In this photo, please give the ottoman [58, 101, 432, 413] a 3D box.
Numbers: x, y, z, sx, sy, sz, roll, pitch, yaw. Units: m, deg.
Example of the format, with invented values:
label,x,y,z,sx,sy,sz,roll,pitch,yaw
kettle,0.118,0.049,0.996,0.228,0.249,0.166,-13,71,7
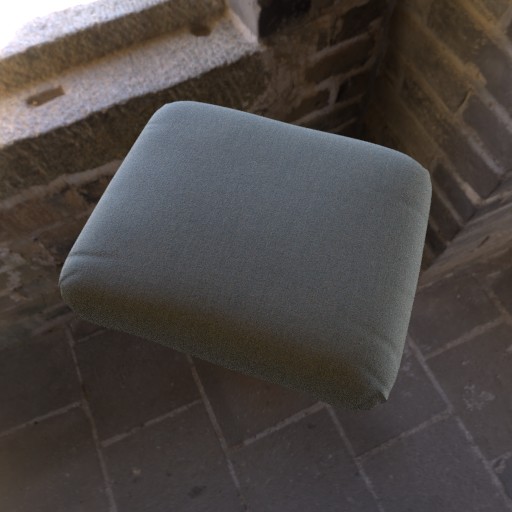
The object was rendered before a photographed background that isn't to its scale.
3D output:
label,x,y,z,sx,sy,sz,roll,pitch,yaw
ottoman,0.000,0.000,1.131,0.747,0.450,0.622,17,64,8
